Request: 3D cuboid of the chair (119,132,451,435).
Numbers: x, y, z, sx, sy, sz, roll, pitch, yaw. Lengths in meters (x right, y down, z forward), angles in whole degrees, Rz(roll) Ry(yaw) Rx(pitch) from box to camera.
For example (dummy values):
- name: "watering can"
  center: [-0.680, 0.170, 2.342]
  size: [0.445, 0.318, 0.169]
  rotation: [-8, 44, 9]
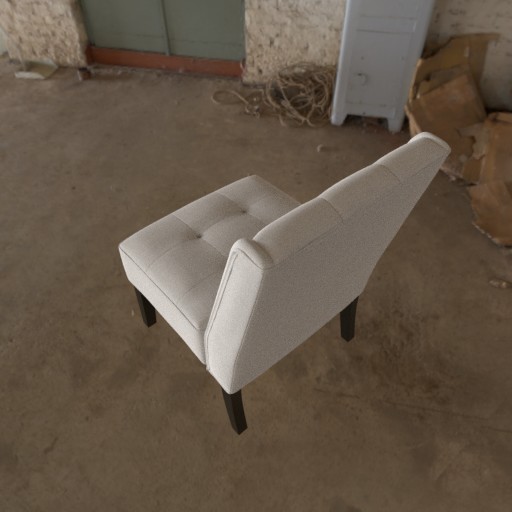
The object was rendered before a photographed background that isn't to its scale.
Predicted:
- name: "chair"
  center: [0.000, 0.000, 1.298]
  size: [0.569, 0.853, 0.676]
  rotation: [-32, 54, -27]
